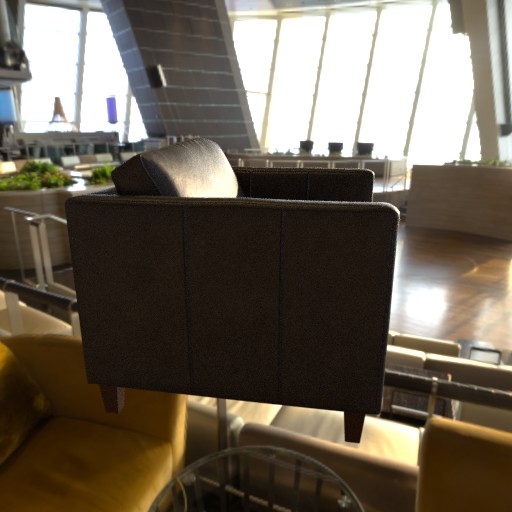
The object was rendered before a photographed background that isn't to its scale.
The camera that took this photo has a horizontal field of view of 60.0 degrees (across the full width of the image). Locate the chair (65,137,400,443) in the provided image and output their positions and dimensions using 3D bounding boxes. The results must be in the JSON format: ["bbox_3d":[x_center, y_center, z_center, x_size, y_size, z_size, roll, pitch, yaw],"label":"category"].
[{"bbox_3d":[0.000,0.000,1.585,0.862,0.811,0.939,3,17,10],"label":"chair"}]
